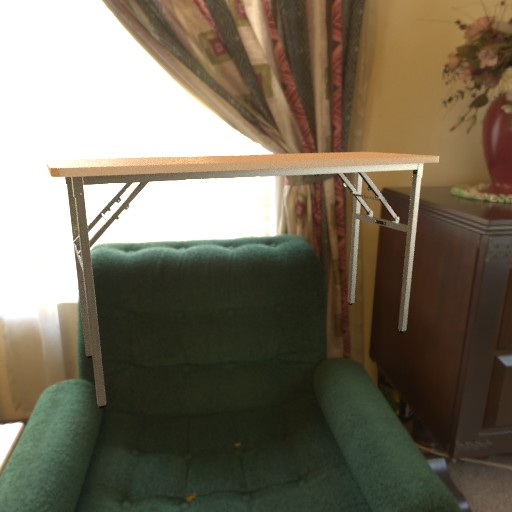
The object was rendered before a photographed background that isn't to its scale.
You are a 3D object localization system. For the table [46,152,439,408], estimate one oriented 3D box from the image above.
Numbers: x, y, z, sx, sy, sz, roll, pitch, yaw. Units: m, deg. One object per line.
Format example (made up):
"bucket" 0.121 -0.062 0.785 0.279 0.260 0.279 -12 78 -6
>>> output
"table" 0.000 0.000 1.727 1.397 0.750 0.446 -7 17 -25
